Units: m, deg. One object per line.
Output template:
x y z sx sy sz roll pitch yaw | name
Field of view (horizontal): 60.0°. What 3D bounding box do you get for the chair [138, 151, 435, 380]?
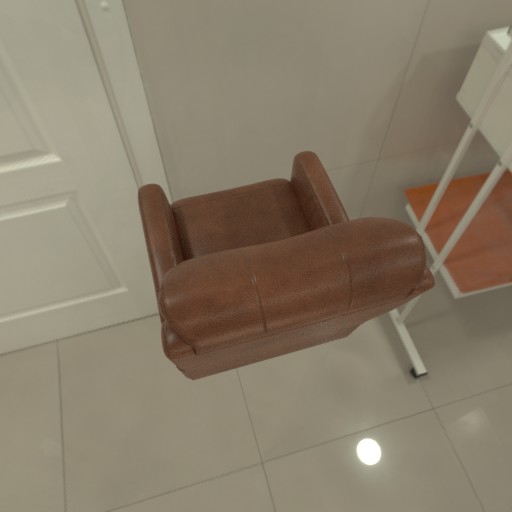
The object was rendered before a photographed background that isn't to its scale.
0.000 0.000 1.679 0.787 1.016 0.939 -14 58 -9 | chair
